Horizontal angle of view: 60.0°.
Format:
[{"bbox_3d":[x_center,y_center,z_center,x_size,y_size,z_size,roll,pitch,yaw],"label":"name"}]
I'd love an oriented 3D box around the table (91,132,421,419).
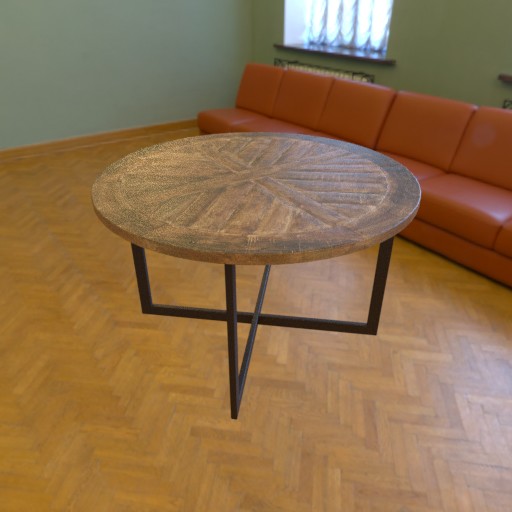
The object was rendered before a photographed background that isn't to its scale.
[{"bbox_3d":[0.000,0.000,1.975,1.264,0.762,1.264,0,31,0],"label":"table"}]
